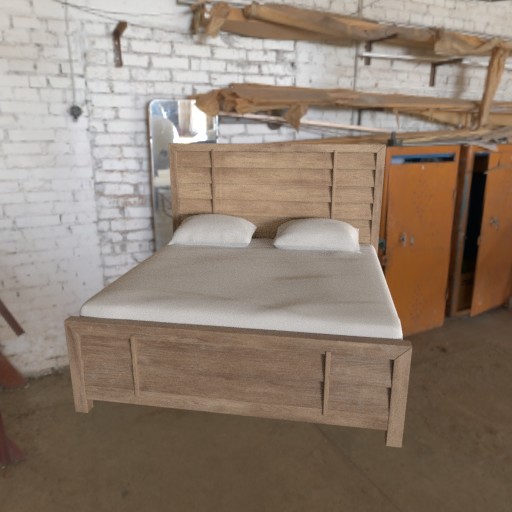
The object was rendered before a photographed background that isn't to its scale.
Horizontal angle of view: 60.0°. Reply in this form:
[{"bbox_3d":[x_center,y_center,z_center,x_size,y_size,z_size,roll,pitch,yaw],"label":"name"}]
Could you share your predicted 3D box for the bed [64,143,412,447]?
[{"bbox_3d":[0.000,0.000,3.436,2.032,1.626,2.032,3,16,9],"label":"bed"}]
